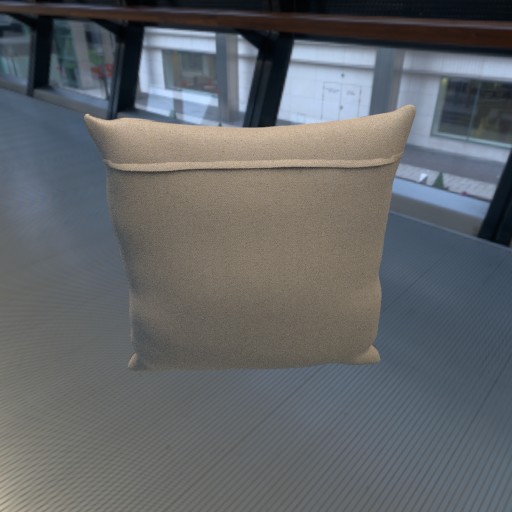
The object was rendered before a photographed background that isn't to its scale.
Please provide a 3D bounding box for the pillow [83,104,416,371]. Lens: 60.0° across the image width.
[{"bbox_3d":[0.000,0.000,0.676,0.440,0.441,0.182,-2,30,-3],"label":"pillow"}]
